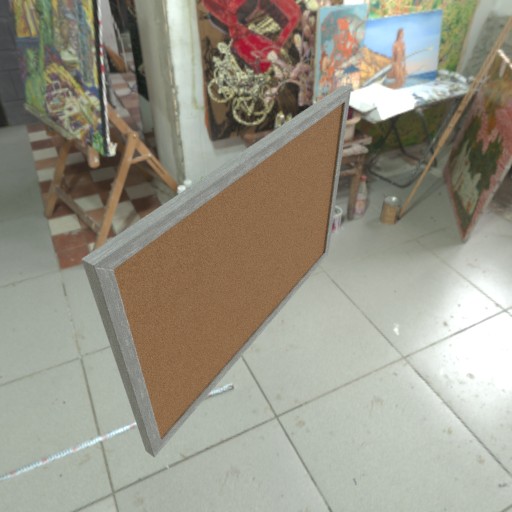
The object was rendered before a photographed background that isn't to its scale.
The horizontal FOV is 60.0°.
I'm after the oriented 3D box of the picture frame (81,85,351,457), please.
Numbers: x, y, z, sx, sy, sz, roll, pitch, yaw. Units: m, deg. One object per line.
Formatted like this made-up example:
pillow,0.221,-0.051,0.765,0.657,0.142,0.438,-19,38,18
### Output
picture frame,0.000,0.000,1.208,0.029,0.640,0.950,24,46,25
